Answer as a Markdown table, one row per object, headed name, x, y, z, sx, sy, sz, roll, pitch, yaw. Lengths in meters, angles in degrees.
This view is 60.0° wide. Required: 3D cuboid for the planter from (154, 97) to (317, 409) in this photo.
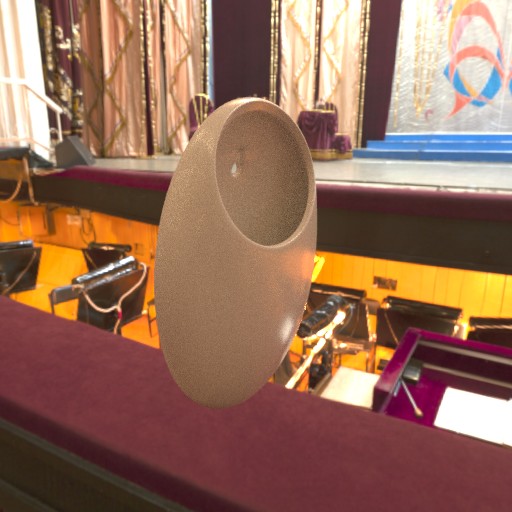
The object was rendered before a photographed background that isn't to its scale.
| name | x | y | z | sx | sy | sz | roll | pitch | yaw |
| --- | --- | --- | --- | --- | --- | --- | --- | --- | --- |
| planter | 0.000 | 0.000 | 0.278 | 0.043 | 0.188 | 0.185 | 8 | 17 | 27 |
